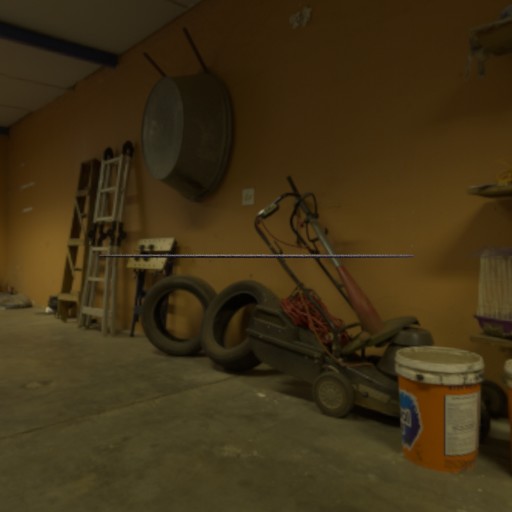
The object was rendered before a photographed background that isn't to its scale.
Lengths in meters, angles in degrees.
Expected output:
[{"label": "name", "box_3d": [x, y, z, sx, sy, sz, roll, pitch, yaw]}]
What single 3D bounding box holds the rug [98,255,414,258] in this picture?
[{"label": "rug", "box_3d": [0.000, 0.000, 2.373, 1.591, 0.010, 1.591, 0, 0, 0]}]
